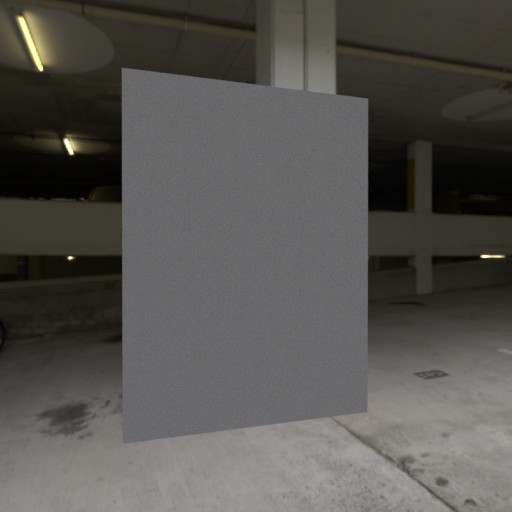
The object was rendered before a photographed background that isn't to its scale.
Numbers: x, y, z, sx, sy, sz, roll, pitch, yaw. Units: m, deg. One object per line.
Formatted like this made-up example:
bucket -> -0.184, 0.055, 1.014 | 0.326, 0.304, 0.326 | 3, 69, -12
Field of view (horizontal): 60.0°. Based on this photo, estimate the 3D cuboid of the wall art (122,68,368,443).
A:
wall art -> 0.000, 0.000, 0.791 | 0.457, 0.609, 0.003 | 0, 0, -18
